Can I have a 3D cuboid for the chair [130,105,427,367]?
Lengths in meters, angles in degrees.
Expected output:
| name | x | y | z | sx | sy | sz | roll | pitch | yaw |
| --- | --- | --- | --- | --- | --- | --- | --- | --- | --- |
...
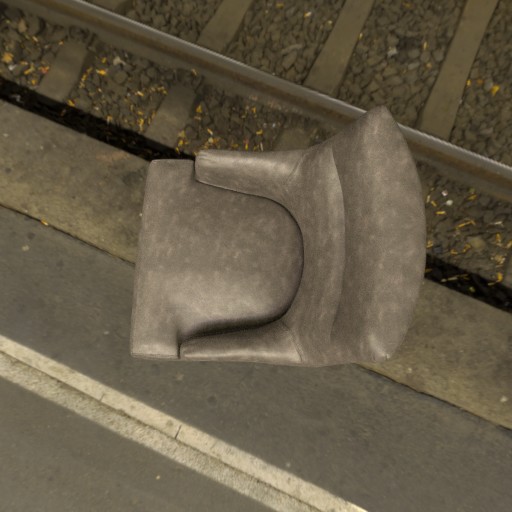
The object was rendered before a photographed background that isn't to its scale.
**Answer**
| name | x | y | z | sx | sy | sz | roll | pitch | yaw |
| --- | --- | --- | --- | --- | --- | --- | --- | --- | --- |
| chair | 0.000 | 0.000 | 1.540 | 0.874 | 0.870 | 0.738 | 2 | 77 | 1 |
